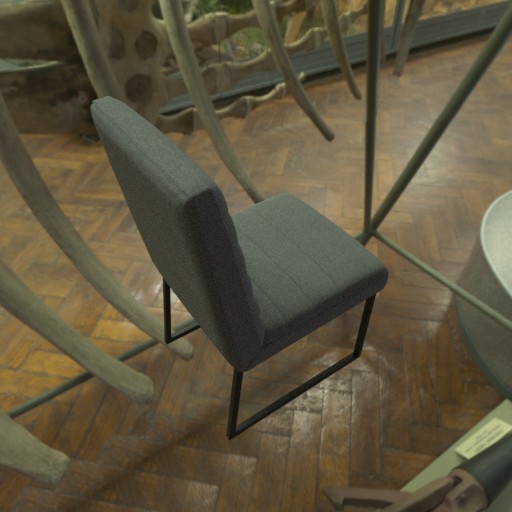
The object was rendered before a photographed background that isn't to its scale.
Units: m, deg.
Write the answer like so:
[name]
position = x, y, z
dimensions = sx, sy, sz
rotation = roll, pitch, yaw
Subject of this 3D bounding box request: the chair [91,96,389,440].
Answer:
[chair]
position = 0.000, 0.000, 1.314
dimensions = 0.634, 0.930, 0.520
rotation = -24, 47, -25
